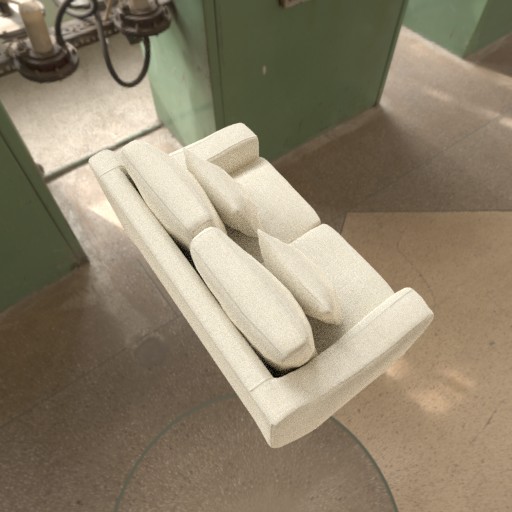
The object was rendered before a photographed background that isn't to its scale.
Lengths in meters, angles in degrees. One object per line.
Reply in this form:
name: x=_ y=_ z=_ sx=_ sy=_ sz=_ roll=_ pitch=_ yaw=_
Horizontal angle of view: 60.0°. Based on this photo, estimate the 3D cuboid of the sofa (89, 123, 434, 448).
sofa: x=0.000 y=0.000 z=2.457 sx=1.040 sy=1.047 sz=1.744 roll=-31 pitch=62 yaw=-18
